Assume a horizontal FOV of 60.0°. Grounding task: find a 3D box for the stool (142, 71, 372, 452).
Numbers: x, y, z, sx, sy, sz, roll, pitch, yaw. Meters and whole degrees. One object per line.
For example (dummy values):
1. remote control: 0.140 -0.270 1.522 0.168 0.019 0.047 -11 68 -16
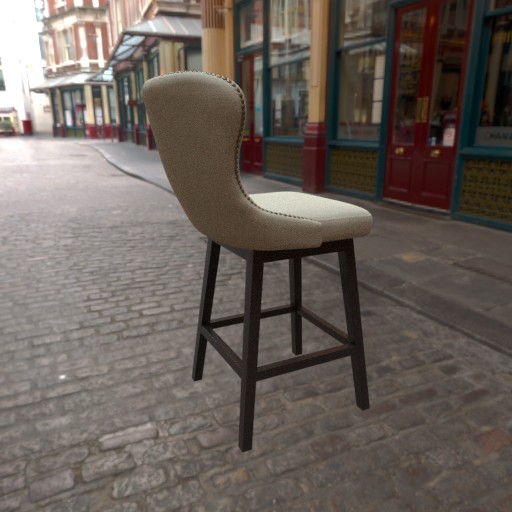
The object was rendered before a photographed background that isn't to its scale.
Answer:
1. stool: 0.000 0.000 1.324 0.593 0.971 0.528 -8 18 -26
